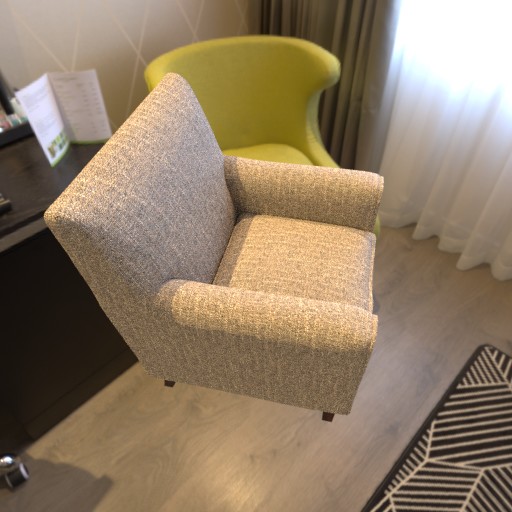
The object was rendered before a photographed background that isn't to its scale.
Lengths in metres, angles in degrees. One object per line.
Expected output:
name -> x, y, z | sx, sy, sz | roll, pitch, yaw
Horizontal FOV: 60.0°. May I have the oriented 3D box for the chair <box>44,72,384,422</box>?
chair -> 0.000, 0.000, 1.617 | 0.873, 0.928, 0.864 | 9, 46, 9
